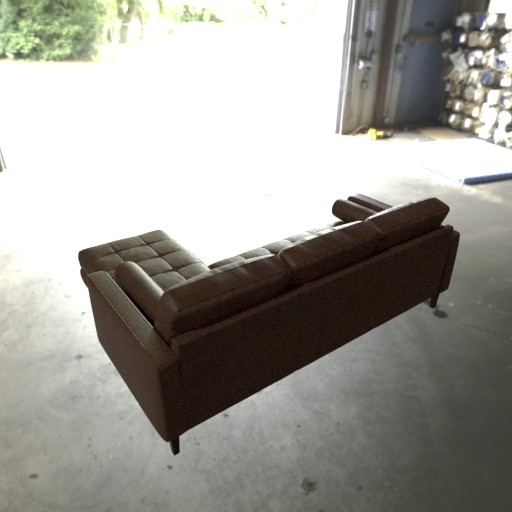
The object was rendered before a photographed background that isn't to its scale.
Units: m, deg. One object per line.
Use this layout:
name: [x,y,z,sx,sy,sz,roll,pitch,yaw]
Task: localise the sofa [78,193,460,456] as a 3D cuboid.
sofa: [0.000,0.000,2.983,2.185,0.841,1.613,-19,34,-31]
